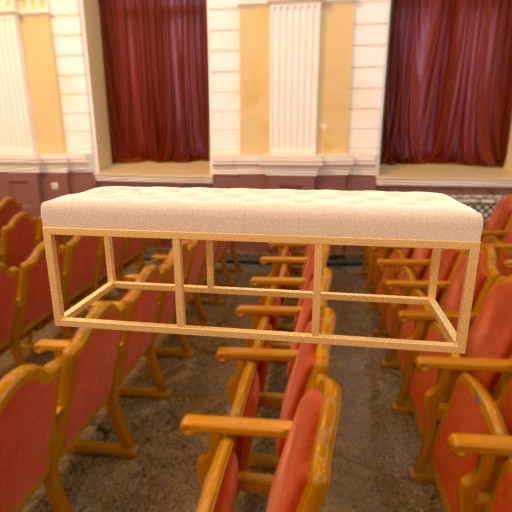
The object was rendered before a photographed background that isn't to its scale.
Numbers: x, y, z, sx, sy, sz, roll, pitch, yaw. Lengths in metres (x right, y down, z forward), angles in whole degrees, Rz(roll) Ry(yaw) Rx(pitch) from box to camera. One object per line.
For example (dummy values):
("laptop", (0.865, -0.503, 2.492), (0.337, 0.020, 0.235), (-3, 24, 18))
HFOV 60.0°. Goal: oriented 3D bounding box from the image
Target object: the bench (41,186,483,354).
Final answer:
("bench", (0.000, 0.000, 1.722), (1.473, 0.484, 0.457), (2, 16, 8))
